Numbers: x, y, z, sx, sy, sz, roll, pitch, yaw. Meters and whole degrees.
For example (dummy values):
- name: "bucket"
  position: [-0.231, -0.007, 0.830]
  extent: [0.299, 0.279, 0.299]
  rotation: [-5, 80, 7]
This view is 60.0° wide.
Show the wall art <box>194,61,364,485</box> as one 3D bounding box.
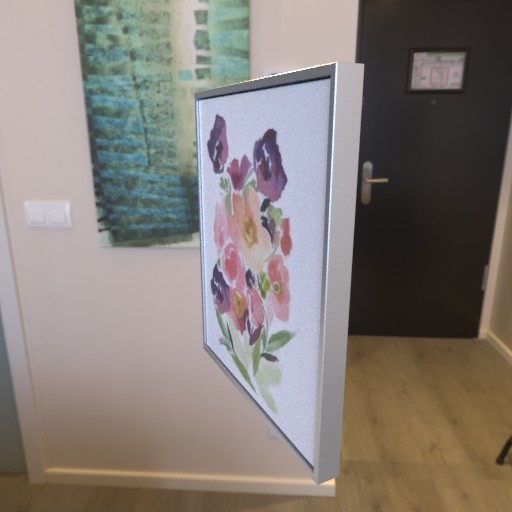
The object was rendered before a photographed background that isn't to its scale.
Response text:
- name: "wall art"
  position: [0.000, 0.000, 0.748]
  extent: [0.038, 0.549, 0.452]
  rotation: [-8, 18, -26]
